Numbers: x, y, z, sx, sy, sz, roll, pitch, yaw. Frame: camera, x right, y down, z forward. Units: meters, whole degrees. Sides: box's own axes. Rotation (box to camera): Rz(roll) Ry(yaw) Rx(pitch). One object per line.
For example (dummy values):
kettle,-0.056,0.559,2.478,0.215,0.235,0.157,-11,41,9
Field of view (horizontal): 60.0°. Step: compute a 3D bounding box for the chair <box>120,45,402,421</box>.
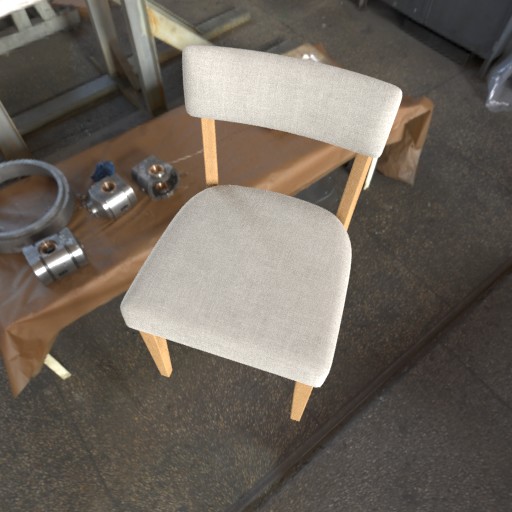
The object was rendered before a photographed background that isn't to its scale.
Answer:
chair,0.000,0.000,1.169,0.508,0.832,0.572,16,59,10
